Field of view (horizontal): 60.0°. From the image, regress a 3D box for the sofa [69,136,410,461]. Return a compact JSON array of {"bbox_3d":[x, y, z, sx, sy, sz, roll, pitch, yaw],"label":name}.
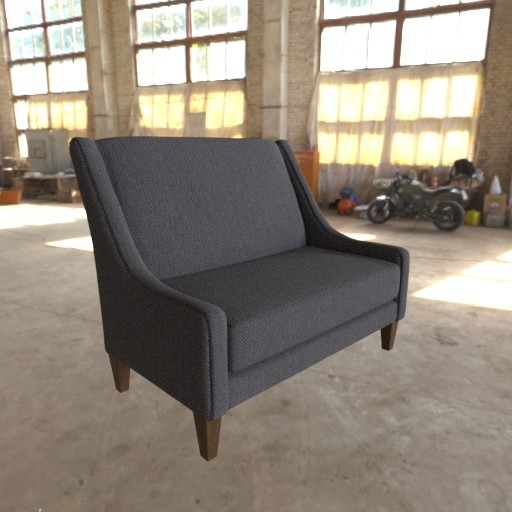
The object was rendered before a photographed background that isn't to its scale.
[{"bbox_3d":[0.000,0.000,1.951,1.242,1.022,0.873,-13,19,-43],"label":"sofa"}]
